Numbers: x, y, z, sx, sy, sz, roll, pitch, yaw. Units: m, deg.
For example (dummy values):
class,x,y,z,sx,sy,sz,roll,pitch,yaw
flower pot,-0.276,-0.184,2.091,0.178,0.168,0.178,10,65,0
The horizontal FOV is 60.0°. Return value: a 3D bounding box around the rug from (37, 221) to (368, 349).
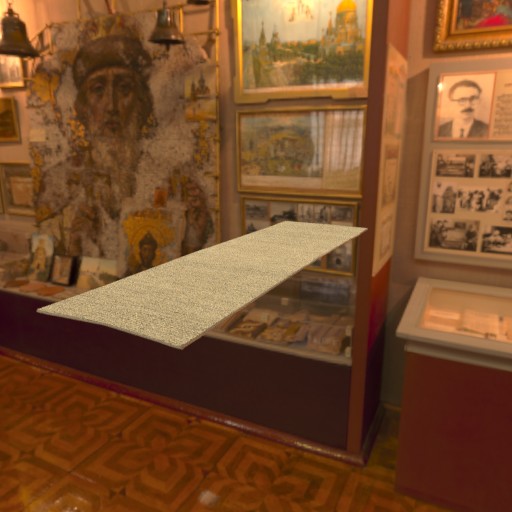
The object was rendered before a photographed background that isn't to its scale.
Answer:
class,x,y,z,sx,sy,sz,roll,pitch,yaw
rug,0.000,0.000,2.556,0.692,0.032,2.320,8,16,28
